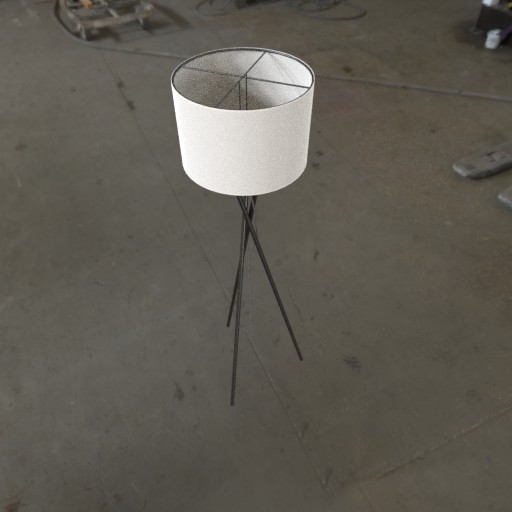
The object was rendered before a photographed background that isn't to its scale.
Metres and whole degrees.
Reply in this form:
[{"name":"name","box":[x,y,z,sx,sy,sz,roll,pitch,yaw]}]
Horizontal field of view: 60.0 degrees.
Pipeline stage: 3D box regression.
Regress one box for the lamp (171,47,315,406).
[{"name":"lamp","box":[0.000,0.000,1.937,0.522,1.624,0.667,15,48,14]}]
